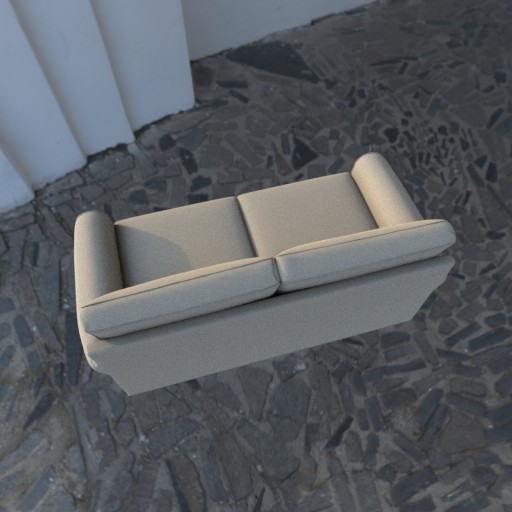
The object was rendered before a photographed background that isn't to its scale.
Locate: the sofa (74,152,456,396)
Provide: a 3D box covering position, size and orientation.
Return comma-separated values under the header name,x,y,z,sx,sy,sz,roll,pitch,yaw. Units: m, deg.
name,x,y,z,sx,sy,sz,roll,pitch,yaw
sofa,0.000,0.000,2.486,1.930,0.952,0.940,-13,59,-8
